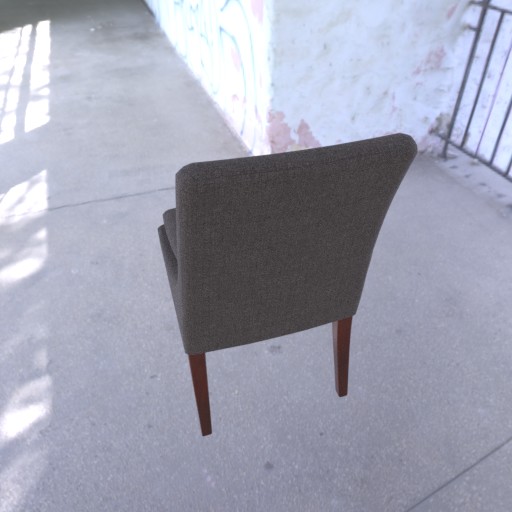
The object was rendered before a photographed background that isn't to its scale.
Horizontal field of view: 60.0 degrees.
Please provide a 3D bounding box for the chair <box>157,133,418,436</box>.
[{"bbox_3d":[0.000,0.000,1.289,0.508,0.952,0.655,-11,41,-13],"label":"chair"}]
